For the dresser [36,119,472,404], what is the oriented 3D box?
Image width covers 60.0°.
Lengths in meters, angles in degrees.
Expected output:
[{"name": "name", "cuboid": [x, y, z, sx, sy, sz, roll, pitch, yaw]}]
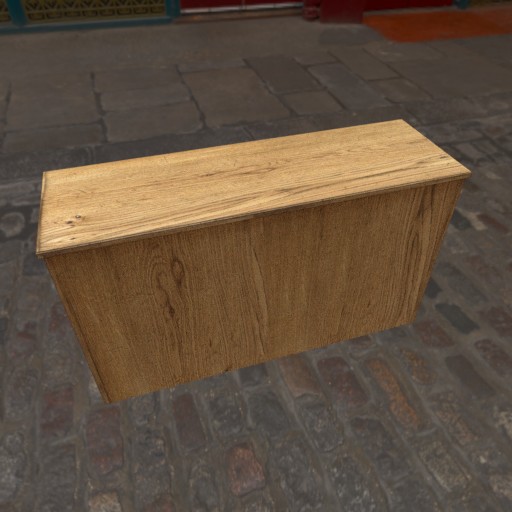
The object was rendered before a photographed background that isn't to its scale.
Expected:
[{"name": "dresser", "cuboid": [0.000, 0.000, 2.111, 1.657, 0.932, 0.563, -12, 43, -13]}]
